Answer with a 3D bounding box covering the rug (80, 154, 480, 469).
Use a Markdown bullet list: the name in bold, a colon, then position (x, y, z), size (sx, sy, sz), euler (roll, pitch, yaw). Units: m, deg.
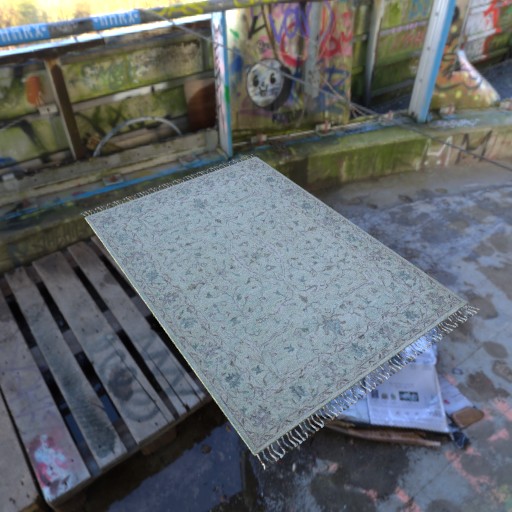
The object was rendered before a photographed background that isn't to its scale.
- **rug**: position (0.000, 0.000, 2.304), size (1.247, 0.008, 1.802), euler (-25, 47, -26)
